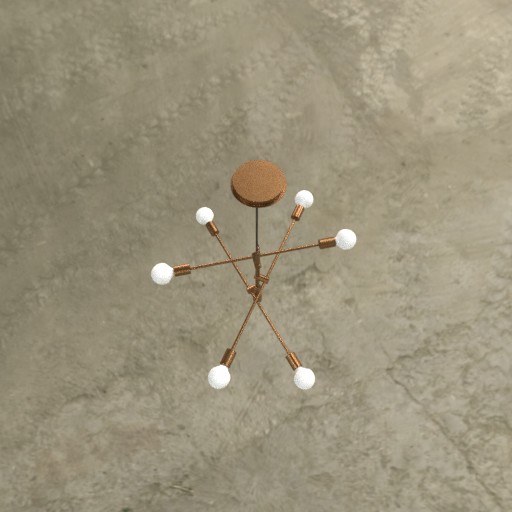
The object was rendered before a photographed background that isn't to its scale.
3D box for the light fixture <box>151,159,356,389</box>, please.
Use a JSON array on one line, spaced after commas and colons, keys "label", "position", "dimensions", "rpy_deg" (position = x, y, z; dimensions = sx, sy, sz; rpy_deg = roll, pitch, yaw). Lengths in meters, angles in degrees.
[{"label": "light fixture", "position": [0.000, 0.000, 1.284], "dimensions": [0.637, 0.744, 0.682], "rpy_deg": [-1, 63, -1]}]
